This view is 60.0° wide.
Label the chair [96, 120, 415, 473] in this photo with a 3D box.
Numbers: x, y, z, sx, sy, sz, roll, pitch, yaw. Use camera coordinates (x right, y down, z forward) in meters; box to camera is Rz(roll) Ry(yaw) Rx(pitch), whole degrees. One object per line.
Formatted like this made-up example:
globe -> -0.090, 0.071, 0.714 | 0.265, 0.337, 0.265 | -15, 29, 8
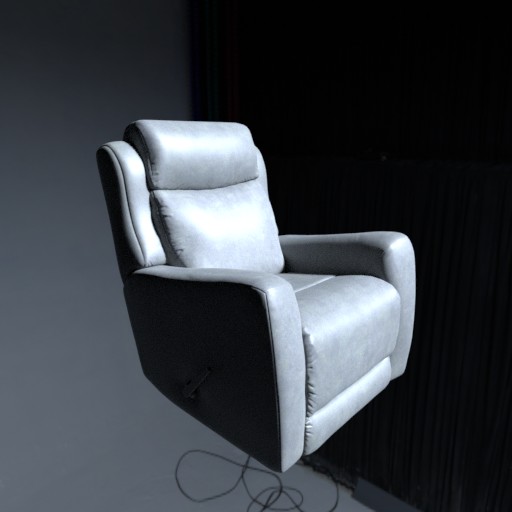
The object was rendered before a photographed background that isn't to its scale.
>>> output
chair -> 0.000, 0.000, 1.885 | 1.068, 1.116, 0.967 | 14, 20, 42
